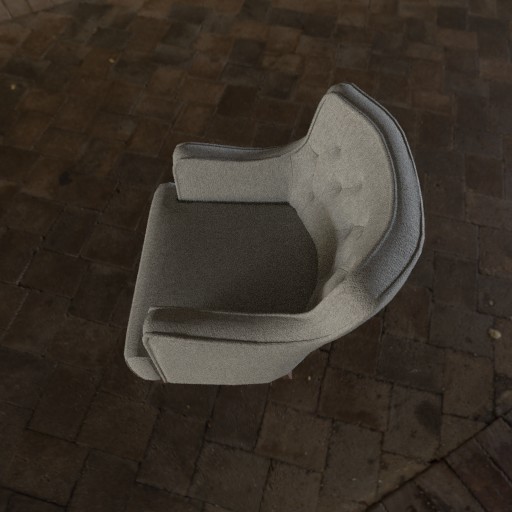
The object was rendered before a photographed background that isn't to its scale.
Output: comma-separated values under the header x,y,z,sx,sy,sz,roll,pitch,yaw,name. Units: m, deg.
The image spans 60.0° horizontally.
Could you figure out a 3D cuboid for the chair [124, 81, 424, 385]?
x,y,z,sx,sy,sz,roll,pitch,yaw,name
0.000,0.000,1.583,0.910,0.920,0.820,1,59,1,chair
